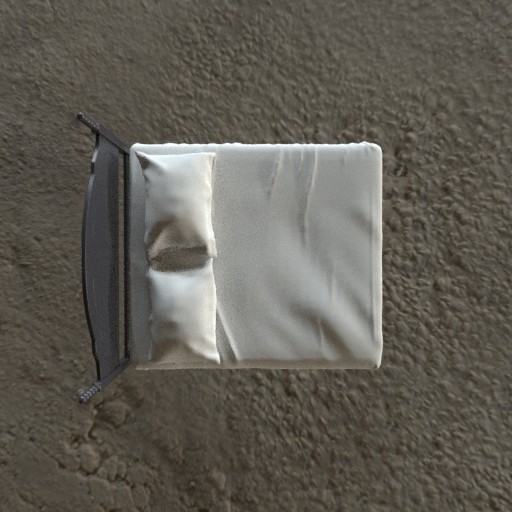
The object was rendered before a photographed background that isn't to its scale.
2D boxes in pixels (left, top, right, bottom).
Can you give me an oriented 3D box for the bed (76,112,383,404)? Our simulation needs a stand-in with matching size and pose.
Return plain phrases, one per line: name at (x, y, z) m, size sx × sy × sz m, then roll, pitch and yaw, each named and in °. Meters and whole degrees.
bed at (0.000, 0.000, 3.155) m, size 2.040 × 1.356 × 1.873 m, roll 0°, pitch 91°, yaw 0°
